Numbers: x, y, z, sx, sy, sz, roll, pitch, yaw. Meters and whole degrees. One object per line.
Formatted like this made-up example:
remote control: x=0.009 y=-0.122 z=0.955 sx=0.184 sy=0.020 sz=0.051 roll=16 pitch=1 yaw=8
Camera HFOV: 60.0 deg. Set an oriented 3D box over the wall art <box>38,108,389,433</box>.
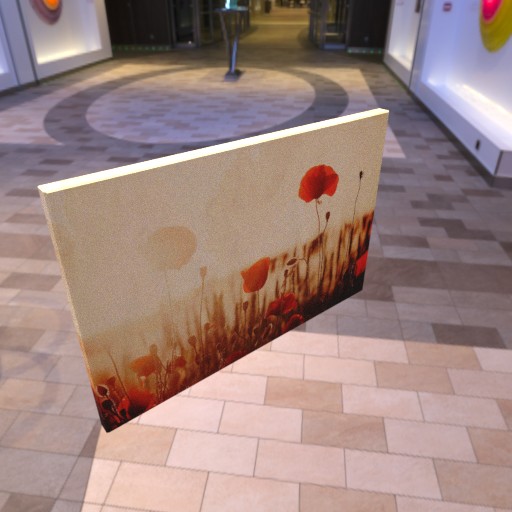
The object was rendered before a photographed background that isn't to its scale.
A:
wall art: x=0.000 y=0.000 z=1.135 sx=0.918 sy=0.602 sz=0.038 roll=-23 pitch=37 yaw=-33
